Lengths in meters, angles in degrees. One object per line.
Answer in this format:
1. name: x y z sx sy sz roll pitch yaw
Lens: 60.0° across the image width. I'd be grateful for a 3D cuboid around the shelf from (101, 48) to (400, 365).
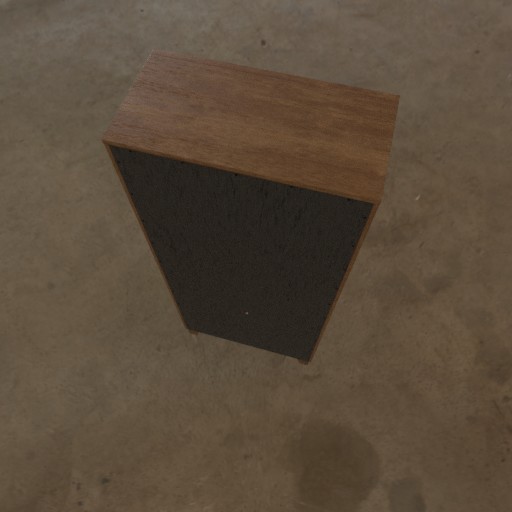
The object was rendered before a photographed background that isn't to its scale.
1. shelf: 0.000 0.000 2.267 0.864 1.930 0.453 14 63 7
